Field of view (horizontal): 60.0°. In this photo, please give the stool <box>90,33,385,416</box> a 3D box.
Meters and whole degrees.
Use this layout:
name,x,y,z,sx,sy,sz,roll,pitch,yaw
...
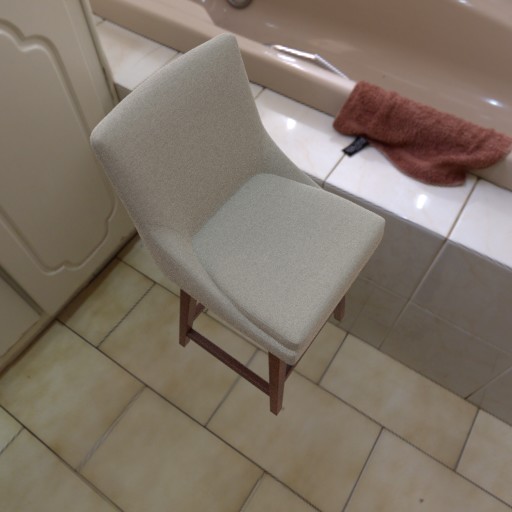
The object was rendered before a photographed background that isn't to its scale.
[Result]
name,x,y,z,sx,sy,sz,roll,pitch,yaw
stool,0.000,0.000,1.293,0.559,0.991,0.469,32,63,18
